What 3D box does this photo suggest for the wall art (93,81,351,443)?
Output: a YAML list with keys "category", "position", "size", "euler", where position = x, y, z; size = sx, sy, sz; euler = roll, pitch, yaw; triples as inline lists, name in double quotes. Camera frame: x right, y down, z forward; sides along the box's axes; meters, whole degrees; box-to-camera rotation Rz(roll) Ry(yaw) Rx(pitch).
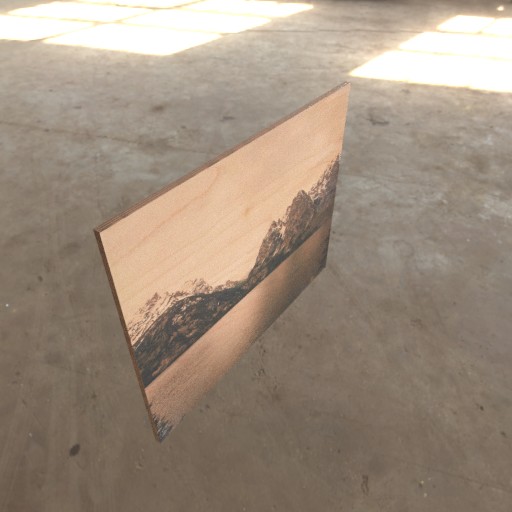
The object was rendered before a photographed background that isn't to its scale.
- category: "wall art"
  position: [0.000, 0.000, 0.708]
  size: [0.010, 0.408, 0.508]
  euler: [26, 47, 27]
